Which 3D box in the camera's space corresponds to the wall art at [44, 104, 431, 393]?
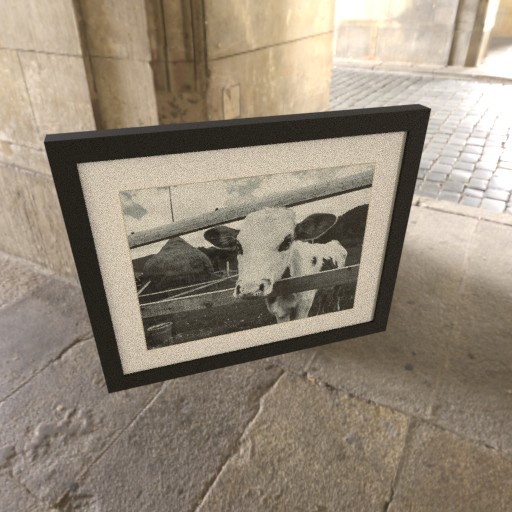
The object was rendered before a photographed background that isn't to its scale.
[{"bbox_3d":[0.000,0.000,0.543,0.404,0.329,0.024,-9,33,-15],"label":"wall art"}]
